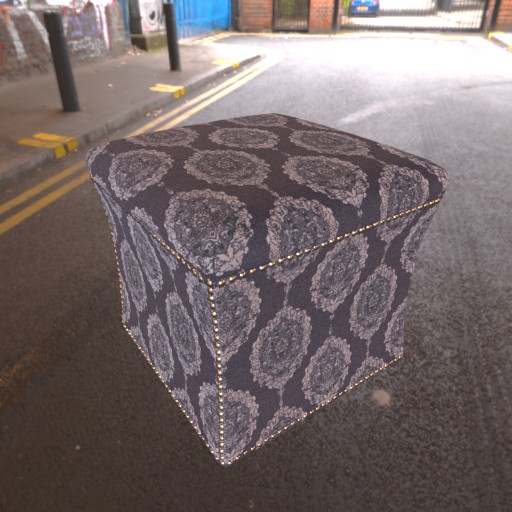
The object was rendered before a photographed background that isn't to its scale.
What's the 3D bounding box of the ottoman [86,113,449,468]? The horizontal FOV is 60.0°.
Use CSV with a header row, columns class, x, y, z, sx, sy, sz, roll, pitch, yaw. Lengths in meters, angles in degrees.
class,x,y,z,sx,sy,sz,roll,pitch,yaw
ottoman,0.000,0.000,0.910,0.497,0.475,0.507,-20,36,-30
